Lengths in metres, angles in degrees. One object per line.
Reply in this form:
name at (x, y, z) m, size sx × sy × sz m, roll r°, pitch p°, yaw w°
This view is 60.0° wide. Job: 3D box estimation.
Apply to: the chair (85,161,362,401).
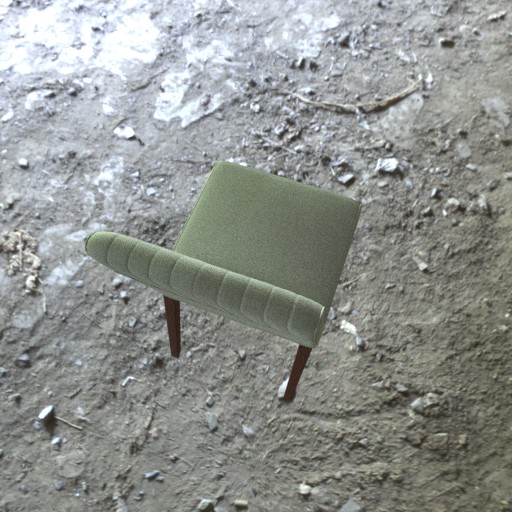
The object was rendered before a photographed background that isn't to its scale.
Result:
chair at (0.000, 0.000, 1.226) m, size 0.480 × 0.900 × 0.594 m, roll 18°, pitch 65°, yaw 9°
